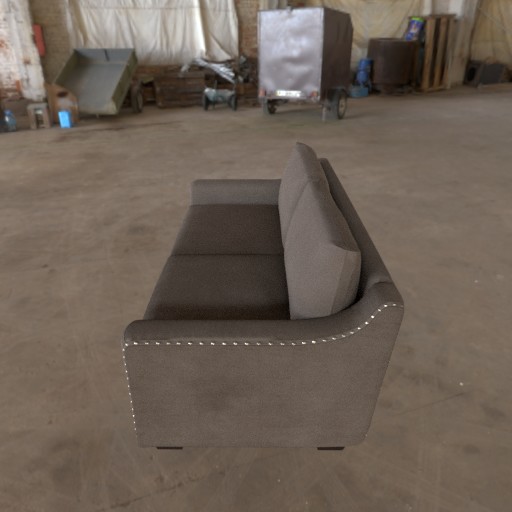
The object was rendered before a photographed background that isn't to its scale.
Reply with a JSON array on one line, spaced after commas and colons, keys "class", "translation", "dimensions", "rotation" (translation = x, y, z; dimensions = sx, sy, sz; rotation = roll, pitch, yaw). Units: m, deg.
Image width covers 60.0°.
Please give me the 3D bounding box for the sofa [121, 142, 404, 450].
[{"class": "sofa", "translation": [0.000, 0.000, 3.252], "dimensions": [1.336, 1.196, 2.550], "rotation": [0, 27, 0]}]
